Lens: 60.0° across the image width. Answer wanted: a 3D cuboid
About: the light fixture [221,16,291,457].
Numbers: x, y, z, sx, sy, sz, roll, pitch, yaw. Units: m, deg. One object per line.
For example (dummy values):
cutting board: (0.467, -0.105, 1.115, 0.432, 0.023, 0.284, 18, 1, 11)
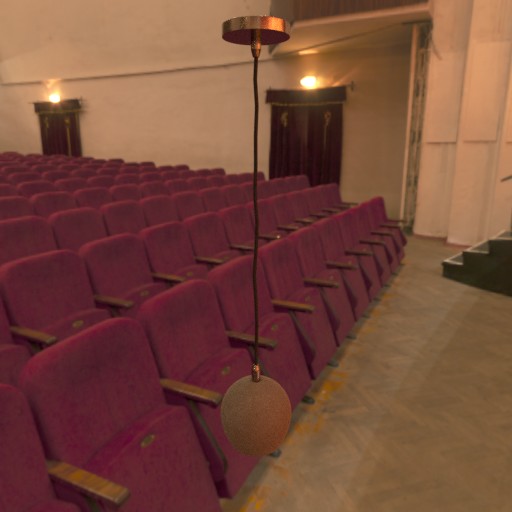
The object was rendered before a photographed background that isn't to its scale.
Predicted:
light fixture: (0.000, 0.000, 0.804, 0.139, 0.764, 0.139, 7, 15, 26)
